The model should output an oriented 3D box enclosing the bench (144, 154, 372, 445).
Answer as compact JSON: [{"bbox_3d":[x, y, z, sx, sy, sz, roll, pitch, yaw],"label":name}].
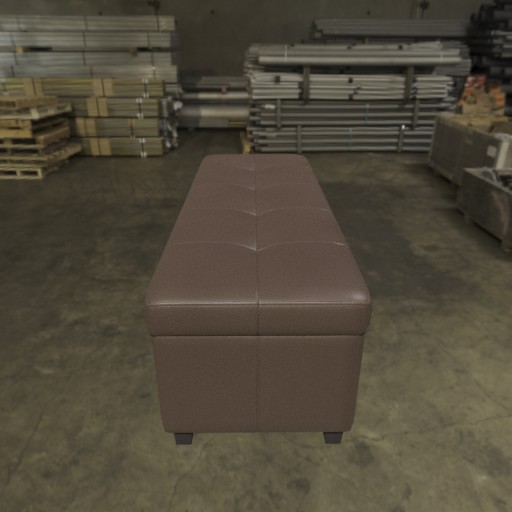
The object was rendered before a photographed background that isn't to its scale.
[{"bbox_3d":[0.000,0.000,1.449,0.450,0.417,1.219,0,26,0],"label":"bench"}]
